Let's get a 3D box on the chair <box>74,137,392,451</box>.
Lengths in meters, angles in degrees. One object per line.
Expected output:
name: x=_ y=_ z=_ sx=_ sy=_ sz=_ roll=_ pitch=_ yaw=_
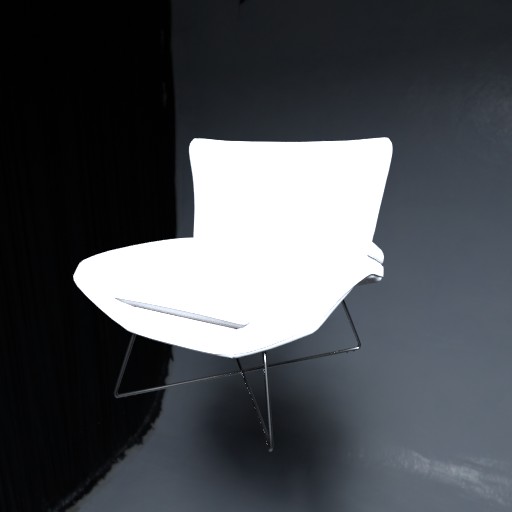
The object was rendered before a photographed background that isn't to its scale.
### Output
chair: x=0.000 y=0.000 z=1.659 sx=0.859 sy=0.855 sz=1.008 roll=7 pitch=16 yaw=27
